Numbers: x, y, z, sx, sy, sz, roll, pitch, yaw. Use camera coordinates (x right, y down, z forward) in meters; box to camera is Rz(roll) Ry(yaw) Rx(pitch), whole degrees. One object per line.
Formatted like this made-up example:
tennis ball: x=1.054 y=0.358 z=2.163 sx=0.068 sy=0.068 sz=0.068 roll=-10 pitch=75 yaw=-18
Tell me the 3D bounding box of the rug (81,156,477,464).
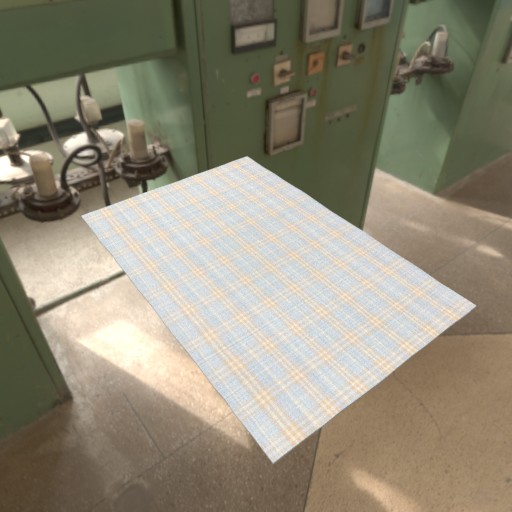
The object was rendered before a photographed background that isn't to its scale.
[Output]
rug: x=0.000 y=0.000 z=2.354 sx=1.231 sy=0.012 sz=1.835 roll=-26 pitch=47 yaw=-27
